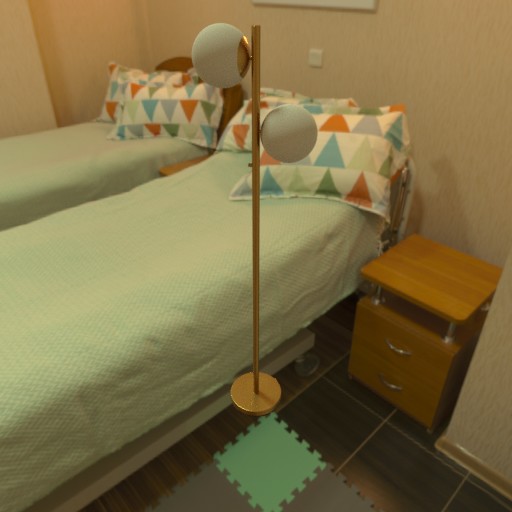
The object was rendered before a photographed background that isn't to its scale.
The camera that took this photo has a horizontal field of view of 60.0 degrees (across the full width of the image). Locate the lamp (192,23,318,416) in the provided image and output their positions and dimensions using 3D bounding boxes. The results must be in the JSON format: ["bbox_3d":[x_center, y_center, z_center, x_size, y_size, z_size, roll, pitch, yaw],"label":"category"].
[{"bbox_3d":[0.000,0.000,1.766,0.419,1.641,0.249,10,33,15],"label":"lamp"}]
